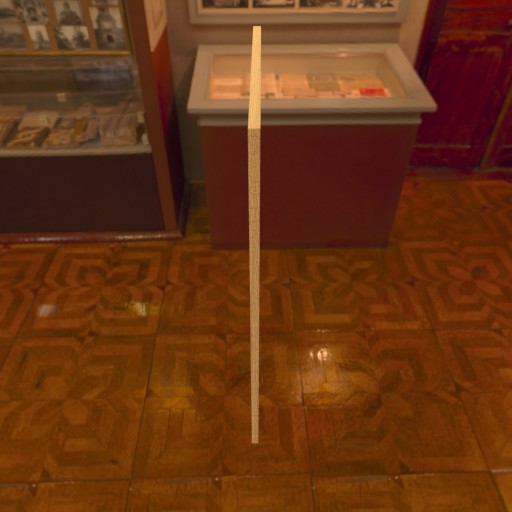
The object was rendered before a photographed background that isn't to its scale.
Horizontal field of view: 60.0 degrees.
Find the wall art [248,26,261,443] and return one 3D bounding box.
[{"bbox_3d":[0.000,0.000,0.821,0.013,0.683,0.381,0,42,0],"label":"wall art"}]
